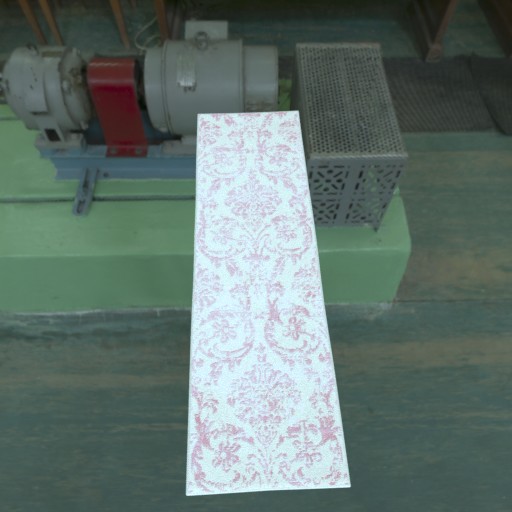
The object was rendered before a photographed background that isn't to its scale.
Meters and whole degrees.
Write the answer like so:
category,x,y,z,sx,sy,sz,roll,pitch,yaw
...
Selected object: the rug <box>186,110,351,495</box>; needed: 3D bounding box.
category,x,y,z,sx,sy,sz,roll,pitch,yaw
rug,0.000,0.000,2.335,0.662,0.011,2.196,-2,59,-1
